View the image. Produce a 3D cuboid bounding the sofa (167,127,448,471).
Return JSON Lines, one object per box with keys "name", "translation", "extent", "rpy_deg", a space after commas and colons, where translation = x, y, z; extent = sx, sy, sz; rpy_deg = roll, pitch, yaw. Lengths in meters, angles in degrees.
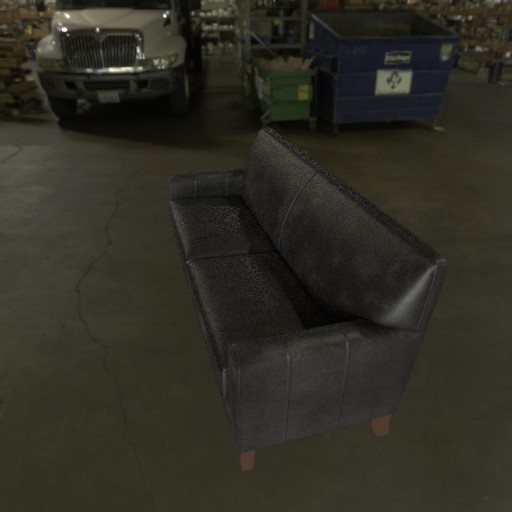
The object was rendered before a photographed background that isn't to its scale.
{"name": "sofa", "translation": [0.000, 0.000, 2.511], "extent": [0.805, 0.947, 2.053], "rpy_deg": [-8, 30, -14]}
